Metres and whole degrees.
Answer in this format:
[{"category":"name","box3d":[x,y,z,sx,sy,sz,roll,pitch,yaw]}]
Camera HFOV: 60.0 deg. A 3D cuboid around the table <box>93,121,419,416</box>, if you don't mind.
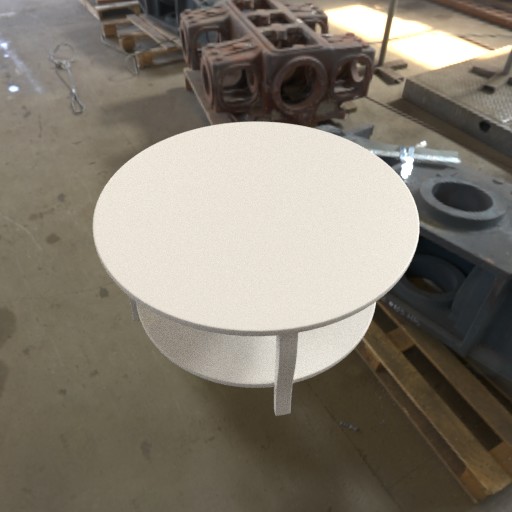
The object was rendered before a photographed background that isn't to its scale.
[{"category":"table","box3d":[0.000,0.000,1.435,0.910,0.457,0.910,0,45,0]}]
